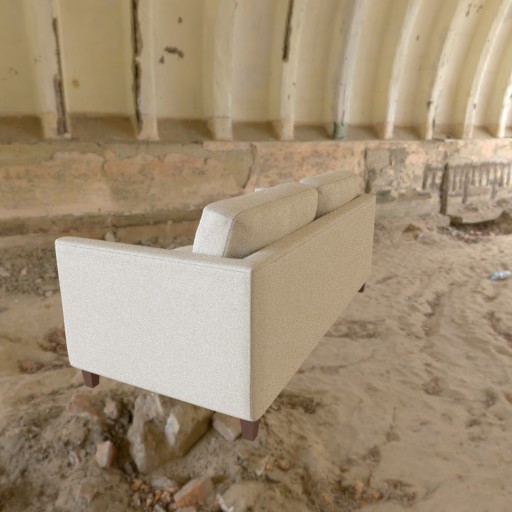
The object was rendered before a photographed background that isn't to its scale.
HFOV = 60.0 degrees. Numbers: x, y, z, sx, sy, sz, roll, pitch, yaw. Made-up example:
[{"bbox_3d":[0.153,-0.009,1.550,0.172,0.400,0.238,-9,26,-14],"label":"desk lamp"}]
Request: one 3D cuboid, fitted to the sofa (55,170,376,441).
[{"bbox_3d":[0.000,0.000,2.544,0.965,0.889,1.981,8,17,25],"label":"sofa"}]
